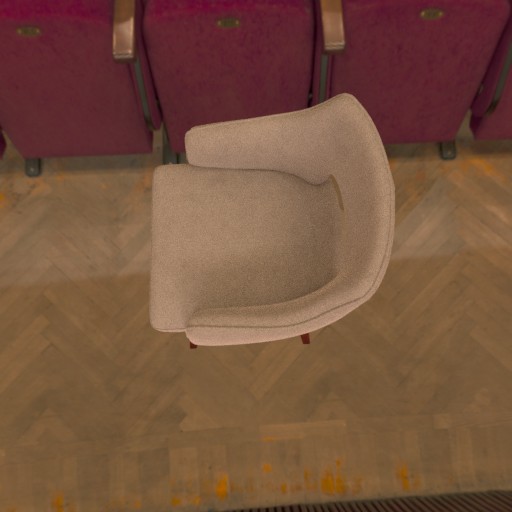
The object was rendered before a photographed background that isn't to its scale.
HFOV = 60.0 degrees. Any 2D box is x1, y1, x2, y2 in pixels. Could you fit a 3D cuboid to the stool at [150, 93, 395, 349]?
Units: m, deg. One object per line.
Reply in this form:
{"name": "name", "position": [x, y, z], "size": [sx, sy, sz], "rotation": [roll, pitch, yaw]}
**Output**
{"name": "stool", "position": [0.000, 0.000, 1.341], "size": [0.558, 1.012, 0.548], "rotation": [-2, 75, -1]}
